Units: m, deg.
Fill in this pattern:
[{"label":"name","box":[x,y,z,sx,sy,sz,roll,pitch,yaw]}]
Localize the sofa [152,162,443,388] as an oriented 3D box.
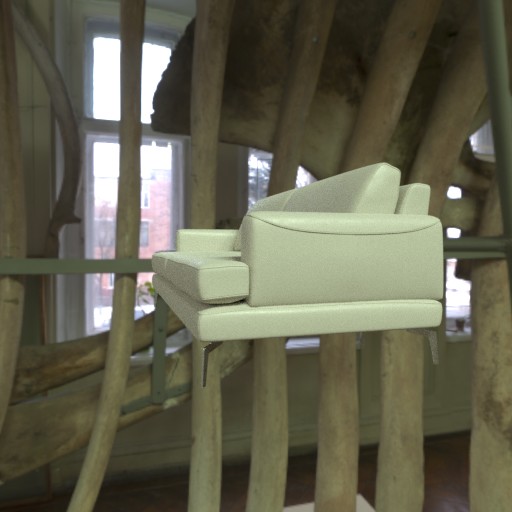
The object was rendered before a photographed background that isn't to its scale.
[{"label":"sofa","box":[0.000,0.000,2.398,0.974,0.765,1.940,0,2,-17]}]
